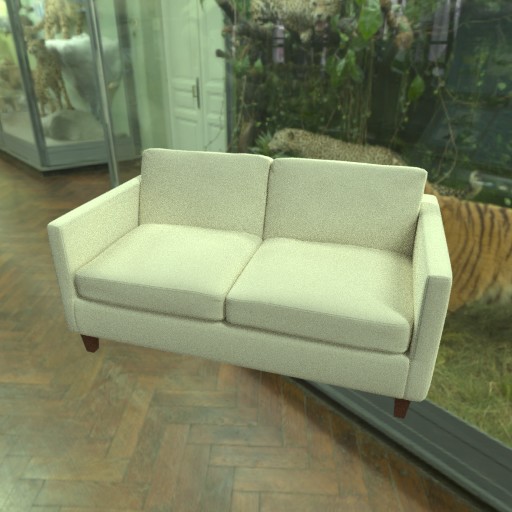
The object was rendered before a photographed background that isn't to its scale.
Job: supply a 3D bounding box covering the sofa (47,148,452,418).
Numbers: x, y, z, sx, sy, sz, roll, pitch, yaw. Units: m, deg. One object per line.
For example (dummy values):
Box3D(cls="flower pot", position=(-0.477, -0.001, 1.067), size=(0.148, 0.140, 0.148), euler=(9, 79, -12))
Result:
Box3D(cls="sofa", position=(0.000, 0.000, 2.223), size=(1.702, 0.888, 0.964), euler=(8, 27, 15))
